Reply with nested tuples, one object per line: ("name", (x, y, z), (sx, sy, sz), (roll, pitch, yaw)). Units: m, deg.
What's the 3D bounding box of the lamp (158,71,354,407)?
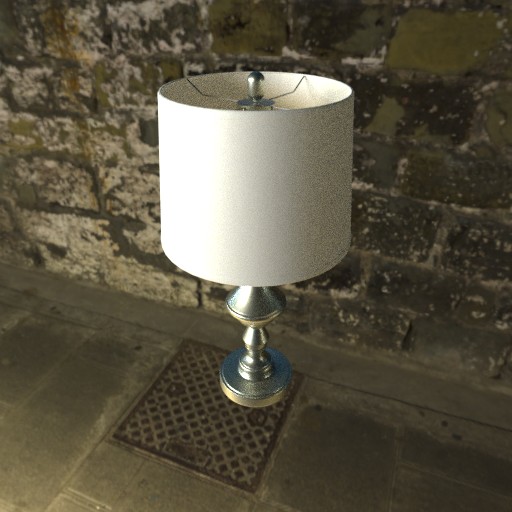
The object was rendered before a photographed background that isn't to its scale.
("lamp", (0.000, 0.000, 0.941), (0.383, 0.733, 0.383), (0, 32, 0))
